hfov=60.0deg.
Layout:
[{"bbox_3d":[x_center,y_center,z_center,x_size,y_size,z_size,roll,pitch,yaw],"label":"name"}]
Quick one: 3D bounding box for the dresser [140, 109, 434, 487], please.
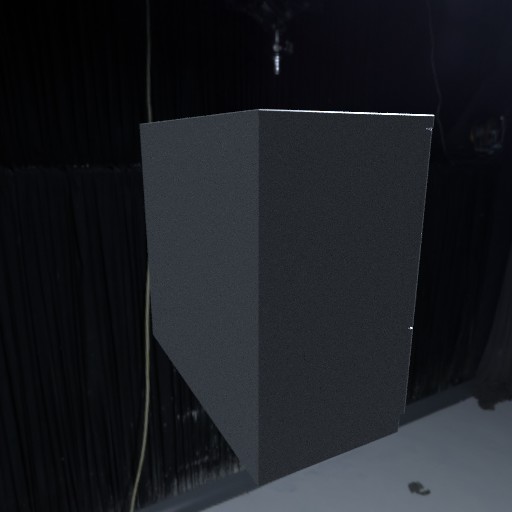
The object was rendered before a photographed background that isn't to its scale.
[{"bbox_3d":[0.000,0.000,1.268,0.420,0.740,0.830,-8,16,-26],"label":"dresser"}]
